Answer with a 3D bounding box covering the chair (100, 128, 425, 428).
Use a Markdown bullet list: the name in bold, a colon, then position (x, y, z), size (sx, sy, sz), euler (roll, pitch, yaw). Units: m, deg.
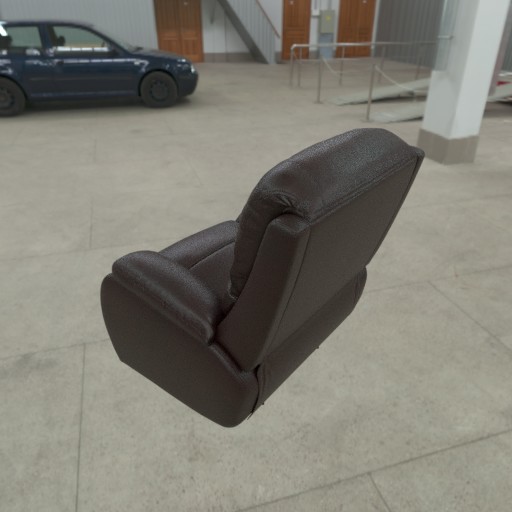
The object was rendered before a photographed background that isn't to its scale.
- **chair**: position (0.000, 0.000, 1.737), size (0.899, 1.011, 0.930), euler (21, 35, 32)
